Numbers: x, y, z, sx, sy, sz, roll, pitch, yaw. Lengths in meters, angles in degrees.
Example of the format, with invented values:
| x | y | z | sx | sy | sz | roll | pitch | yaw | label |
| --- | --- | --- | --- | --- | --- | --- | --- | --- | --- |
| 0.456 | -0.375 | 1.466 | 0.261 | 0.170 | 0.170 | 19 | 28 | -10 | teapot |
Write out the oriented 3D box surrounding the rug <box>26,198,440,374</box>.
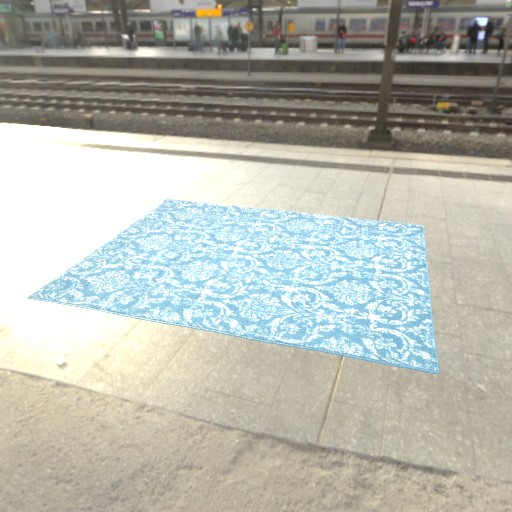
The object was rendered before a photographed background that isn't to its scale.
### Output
| x | y | z | sx | sy | sz | roll | pitch | yaw | label |
| --- | --- | --- | --- | --- | --- | --- | --- | --- | --- |
| 0.000 | 0.000 | 4.024 | 2.980 | 0.012 | 2.363 | 8 | 28 | 15 | rug |
